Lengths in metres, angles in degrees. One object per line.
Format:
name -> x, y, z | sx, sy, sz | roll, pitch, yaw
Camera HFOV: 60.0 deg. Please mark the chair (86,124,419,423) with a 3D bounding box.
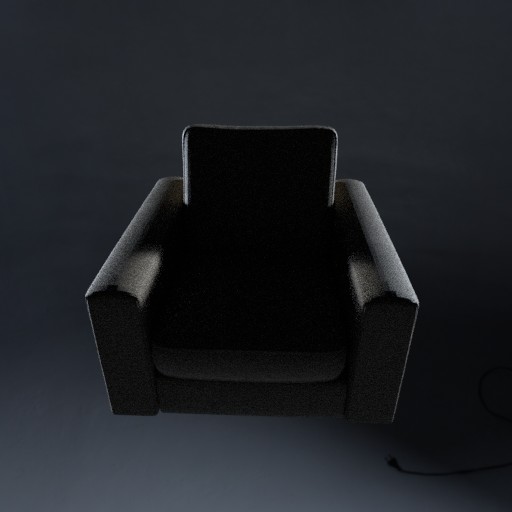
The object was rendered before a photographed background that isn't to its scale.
chair -> 0.000, 0.000, 1.768 | 1.005, 0.873, 1.016 | 1, 30, 2
